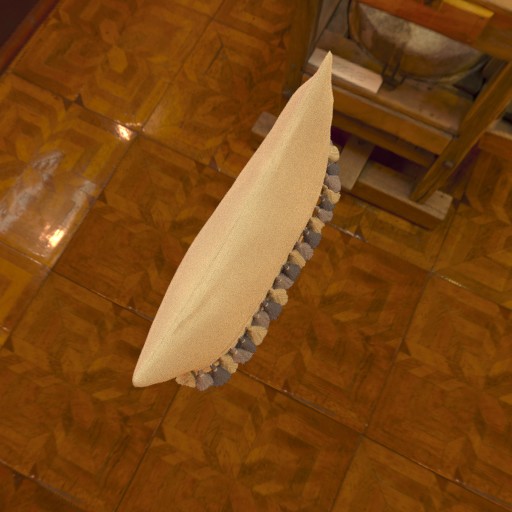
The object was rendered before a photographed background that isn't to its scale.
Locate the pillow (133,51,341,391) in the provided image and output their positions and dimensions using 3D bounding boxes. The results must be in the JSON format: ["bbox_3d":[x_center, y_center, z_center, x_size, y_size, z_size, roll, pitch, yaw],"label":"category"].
[{"bbox_3d":[0.000,0.000,0.738,0.165,0.481,0.489,28,77,7],"label":"pillow"}]
